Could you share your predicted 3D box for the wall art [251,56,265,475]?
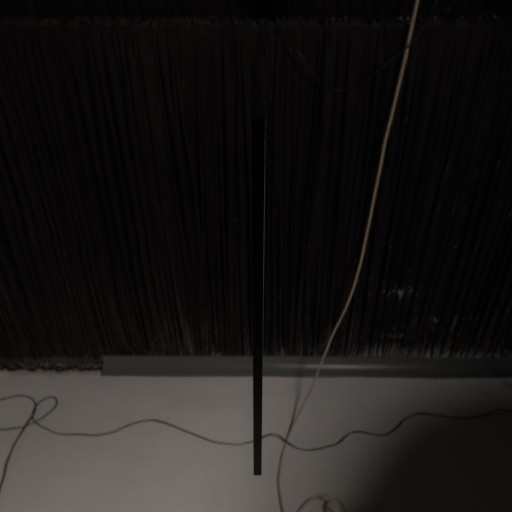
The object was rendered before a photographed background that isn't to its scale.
[{"bbox_3d":[0.000,0.000,0.772,0.013,0.582,0.442,0,31,-1],"label":"wall art"}]
